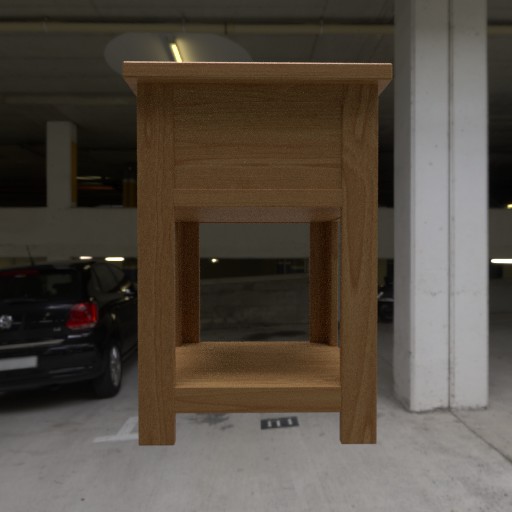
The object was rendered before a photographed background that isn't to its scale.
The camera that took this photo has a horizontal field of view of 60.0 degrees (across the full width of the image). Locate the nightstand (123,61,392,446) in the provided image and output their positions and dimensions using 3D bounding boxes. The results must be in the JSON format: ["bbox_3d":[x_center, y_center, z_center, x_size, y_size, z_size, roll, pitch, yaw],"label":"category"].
[{"bbox_3d":[0.000,0.000,0.910,0.428,0.614,0.418,0,0,-1],"label":"nightstand"}]
